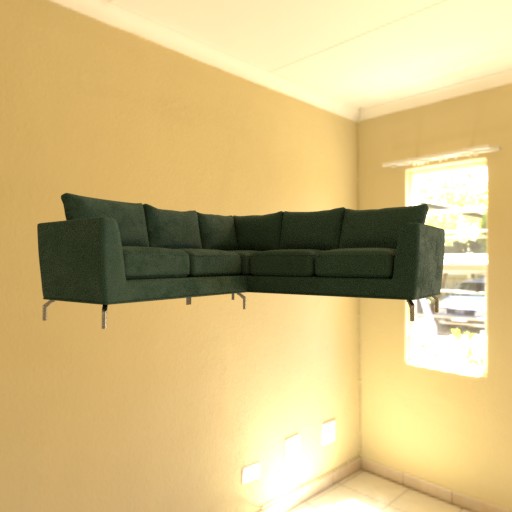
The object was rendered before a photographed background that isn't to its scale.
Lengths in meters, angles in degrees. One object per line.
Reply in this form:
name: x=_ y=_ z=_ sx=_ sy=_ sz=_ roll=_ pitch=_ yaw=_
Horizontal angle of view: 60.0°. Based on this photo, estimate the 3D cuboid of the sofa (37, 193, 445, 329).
sofa: x=0.000 y=0.000 z=3.718 sx=2.452 sy=1.004 sz=2.468 roll=-1 pitch=-1 yaw=36
